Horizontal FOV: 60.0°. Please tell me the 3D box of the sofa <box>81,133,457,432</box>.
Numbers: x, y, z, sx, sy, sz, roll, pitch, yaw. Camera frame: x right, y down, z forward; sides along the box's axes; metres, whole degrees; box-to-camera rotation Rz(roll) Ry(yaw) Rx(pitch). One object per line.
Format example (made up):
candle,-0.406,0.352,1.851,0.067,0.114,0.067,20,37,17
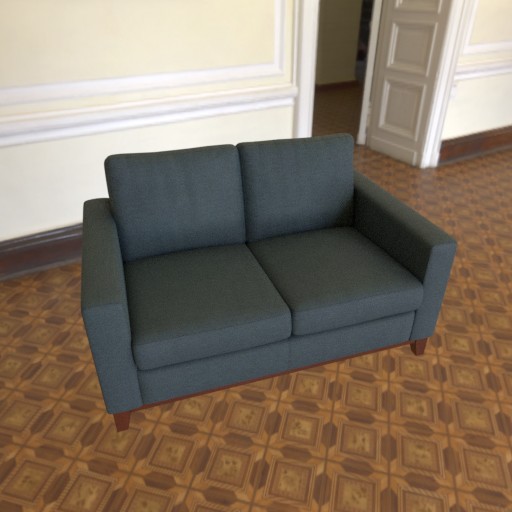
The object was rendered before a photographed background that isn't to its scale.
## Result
sofa,0.000,0.000,2.088,1.489,0.903,0.955,-10,33,-15
